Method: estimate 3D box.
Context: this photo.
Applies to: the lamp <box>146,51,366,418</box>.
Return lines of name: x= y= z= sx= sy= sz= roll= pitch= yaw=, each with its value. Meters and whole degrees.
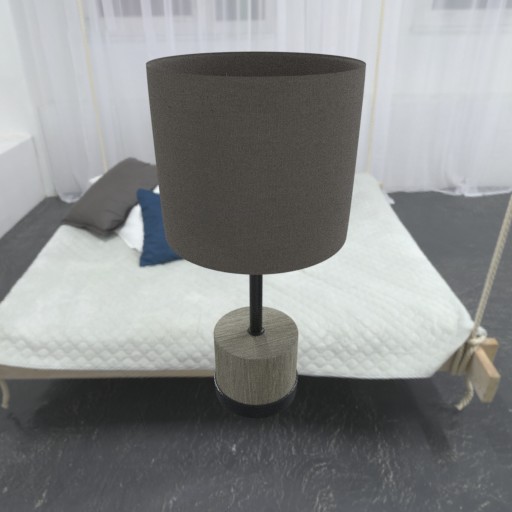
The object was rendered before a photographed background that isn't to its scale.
lamp: x=0.000 y=0.000 z=0.582 sx=0.229 sy=0.470 sz=0.229 roll=-10 pitch=31 yaw=-18
